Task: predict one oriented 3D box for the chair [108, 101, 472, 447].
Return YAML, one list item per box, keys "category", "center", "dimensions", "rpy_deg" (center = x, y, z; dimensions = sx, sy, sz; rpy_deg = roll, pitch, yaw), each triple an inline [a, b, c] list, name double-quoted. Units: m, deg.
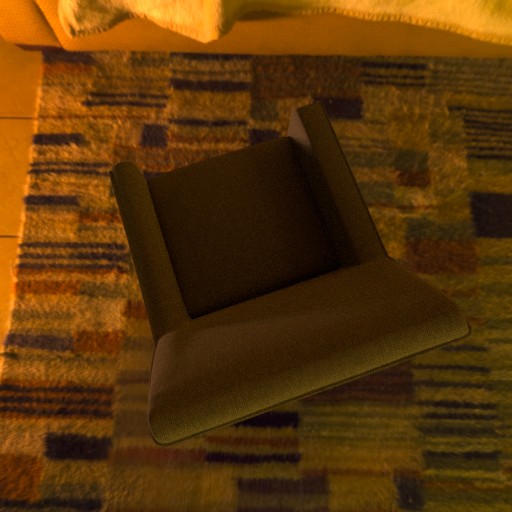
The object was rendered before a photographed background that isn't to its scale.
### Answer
- category: "chair"
  center: [0.000, 0.000, 1.515]
  dimensions: [0.780, 0.919, 0.899]
  rpy_deg: [-18, 76, -5]
